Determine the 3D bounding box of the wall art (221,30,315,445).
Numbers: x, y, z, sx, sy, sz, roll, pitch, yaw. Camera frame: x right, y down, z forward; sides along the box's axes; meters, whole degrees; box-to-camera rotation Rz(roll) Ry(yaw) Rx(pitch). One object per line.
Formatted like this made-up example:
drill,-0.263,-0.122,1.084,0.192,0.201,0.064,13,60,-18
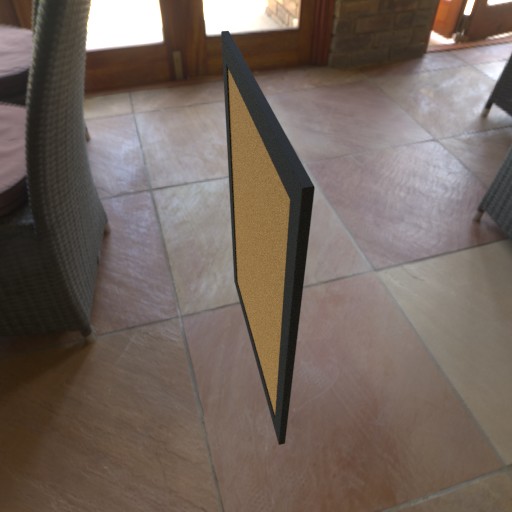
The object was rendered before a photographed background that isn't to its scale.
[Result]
wall art,0.000,0.000,0.680,0.012,0.529,0.374,-10,46,-10
